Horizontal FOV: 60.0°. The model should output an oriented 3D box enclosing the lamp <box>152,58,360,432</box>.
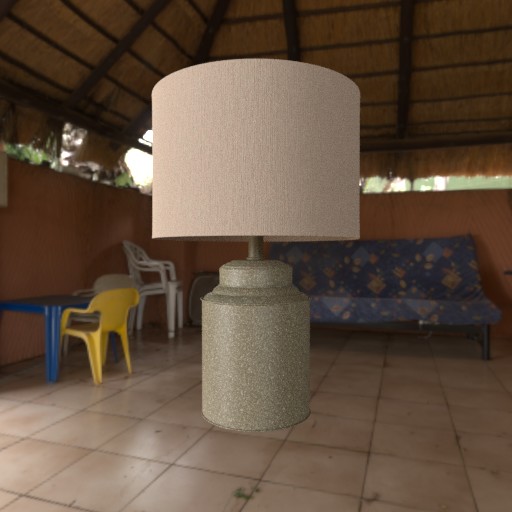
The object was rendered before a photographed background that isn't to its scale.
[{"bbox_3d":[0.000,0.000,0.697,0.318,0.486,0.318,0,1,0],"label":"lamp"}]
